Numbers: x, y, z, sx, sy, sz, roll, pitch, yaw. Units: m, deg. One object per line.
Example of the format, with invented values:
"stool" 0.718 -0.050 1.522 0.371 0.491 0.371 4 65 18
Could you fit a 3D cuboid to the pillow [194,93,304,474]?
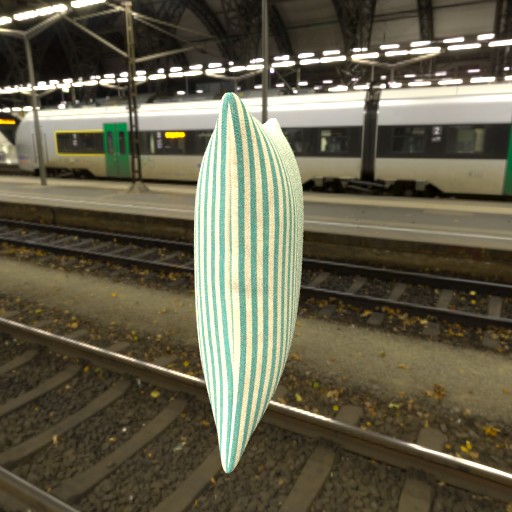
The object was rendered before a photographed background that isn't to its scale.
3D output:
"pillow" 0.000 0.000 0.812 0.166 0.510 0.523 2 14 8
